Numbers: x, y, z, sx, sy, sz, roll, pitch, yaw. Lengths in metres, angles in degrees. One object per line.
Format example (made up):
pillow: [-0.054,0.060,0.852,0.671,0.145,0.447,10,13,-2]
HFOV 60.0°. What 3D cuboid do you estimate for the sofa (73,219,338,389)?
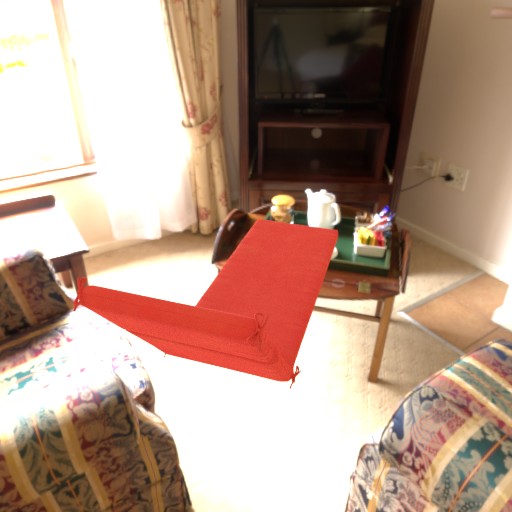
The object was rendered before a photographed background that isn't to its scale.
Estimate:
sofa: [0.000,0.000,1.945,0.582,0.622,1.663,9,32,15]
